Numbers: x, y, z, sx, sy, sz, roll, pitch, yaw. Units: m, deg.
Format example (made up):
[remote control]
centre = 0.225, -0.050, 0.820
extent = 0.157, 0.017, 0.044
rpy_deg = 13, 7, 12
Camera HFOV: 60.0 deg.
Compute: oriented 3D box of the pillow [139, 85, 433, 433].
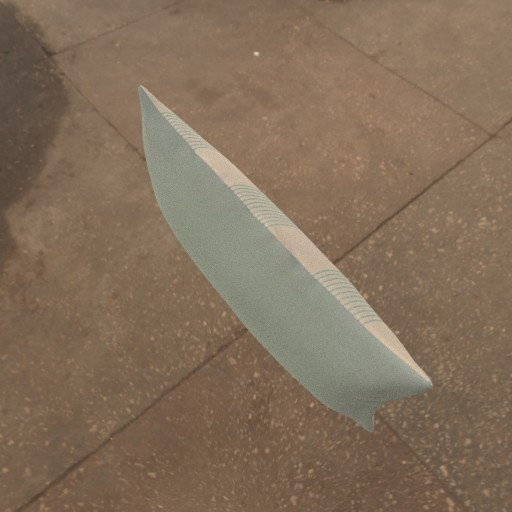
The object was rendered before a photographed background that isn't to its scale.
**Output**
[pillow]
centre = 0.000, 0.000, 0.706
extent = 0.151, 0.287, 0.610
rpy_deg = -33, 64, -18
